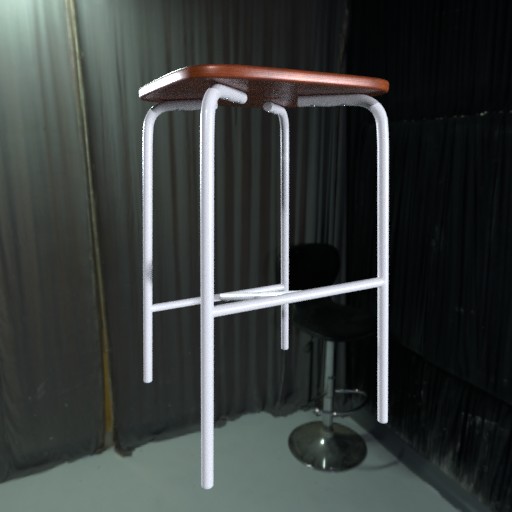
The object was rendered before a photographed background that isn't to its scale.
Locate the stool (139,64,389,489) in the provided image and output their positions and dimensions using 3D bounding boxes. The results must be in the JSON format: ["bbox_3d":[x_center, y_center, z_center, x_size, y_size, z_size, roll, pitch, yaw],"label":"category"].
[{"bbox_3d":[0.000,0.000,0.847,0.376,0.610,0.376,-7,15,-27],"label":"stool"}]
